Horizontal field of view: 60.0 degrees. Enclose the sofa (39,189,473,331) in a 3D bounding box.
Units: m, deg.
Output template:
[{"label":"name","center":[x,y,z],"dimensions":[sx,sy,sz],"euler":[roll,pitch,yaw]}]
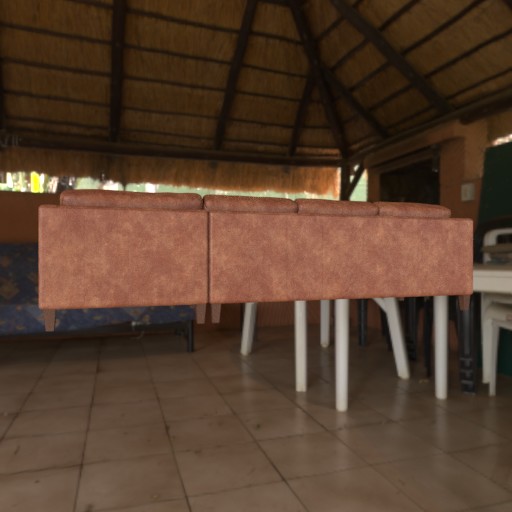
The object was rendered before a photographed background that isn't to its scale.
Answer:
[{"label":"sofa","center":[0.000,0.000,3.829],"dimensions":[3.203,0.883,1.581],"euler":[0,0,-19]}]
